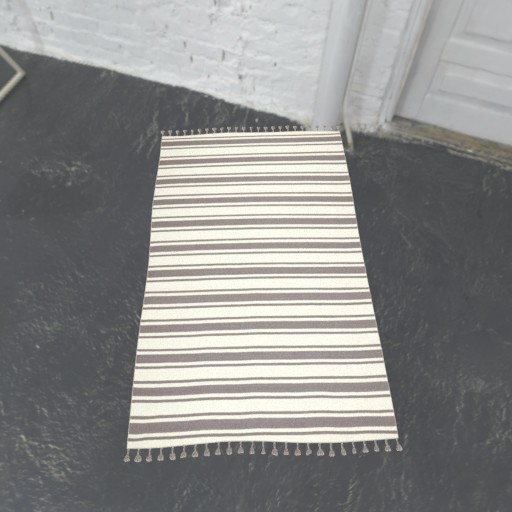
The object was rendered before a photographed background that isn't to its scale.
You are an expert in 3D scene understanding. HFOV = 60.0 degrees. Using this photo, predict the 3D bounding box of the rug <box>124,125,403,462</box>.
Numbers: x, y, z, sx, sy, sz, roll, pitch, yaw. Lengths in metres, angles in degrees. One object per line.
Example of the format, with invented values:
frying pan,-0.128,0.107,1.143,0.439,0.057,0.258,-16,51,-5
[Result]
rug,0.000,0.000,2.496,1.229,0.011,2.096,-2,58,-1
